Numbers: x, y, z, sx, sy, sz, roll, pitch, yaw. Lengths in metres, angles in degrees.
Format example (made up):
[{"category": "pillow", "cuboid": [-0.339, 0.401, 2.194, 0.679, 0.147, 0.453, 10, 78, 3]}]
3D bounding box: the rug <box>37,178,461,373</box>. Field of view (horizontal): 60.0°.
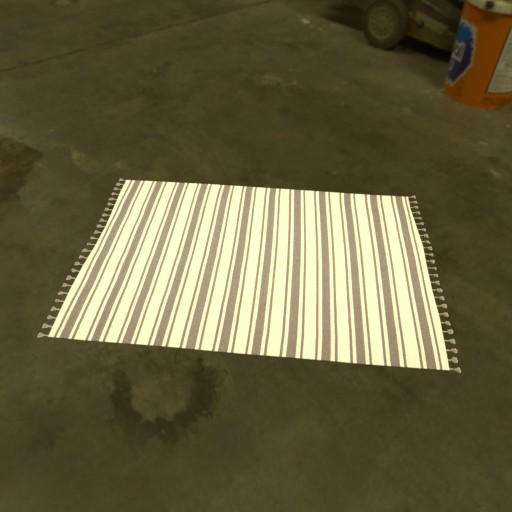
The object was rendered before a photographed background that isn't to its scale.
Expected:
[{"category": "rug", "cuboid": [0.000, 0.000, 3.035, 2.425, 0.014, 1.563, 4, 46, 4]}]
